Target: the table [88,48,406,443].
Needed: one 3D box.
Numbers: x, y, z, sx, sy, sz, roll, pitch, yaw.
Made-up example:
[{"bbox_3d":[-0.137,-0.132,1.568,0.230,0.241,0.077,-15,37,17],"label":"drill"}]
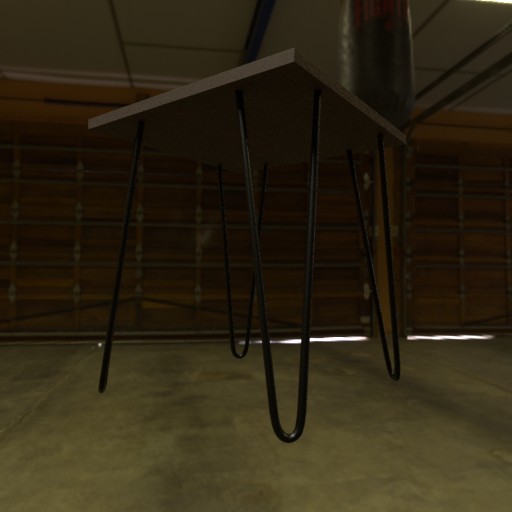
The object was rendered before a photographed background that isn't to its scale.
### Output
[{"bbox_3d":[0.000,0.000,0.957,0.495,0.559,0.495,-2,-3,36],"label":"table"}]
